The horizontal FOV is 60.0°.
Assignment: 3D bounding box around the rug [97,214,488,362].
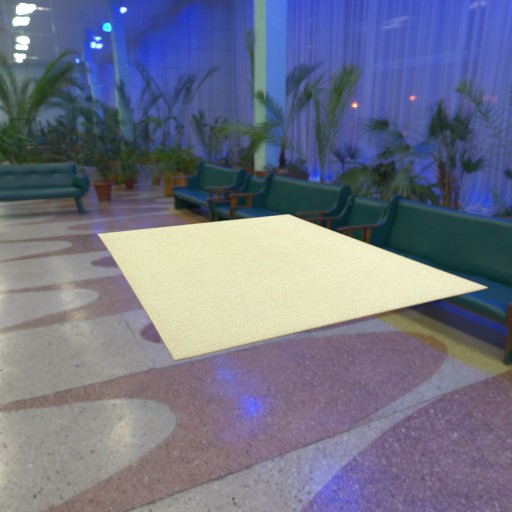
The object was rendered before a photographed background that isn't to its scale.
[{"bbox_3d":[0.000,0.000,4.154,2.462,0.018,3.039,-8,19,-25],"label":"rug"}]
